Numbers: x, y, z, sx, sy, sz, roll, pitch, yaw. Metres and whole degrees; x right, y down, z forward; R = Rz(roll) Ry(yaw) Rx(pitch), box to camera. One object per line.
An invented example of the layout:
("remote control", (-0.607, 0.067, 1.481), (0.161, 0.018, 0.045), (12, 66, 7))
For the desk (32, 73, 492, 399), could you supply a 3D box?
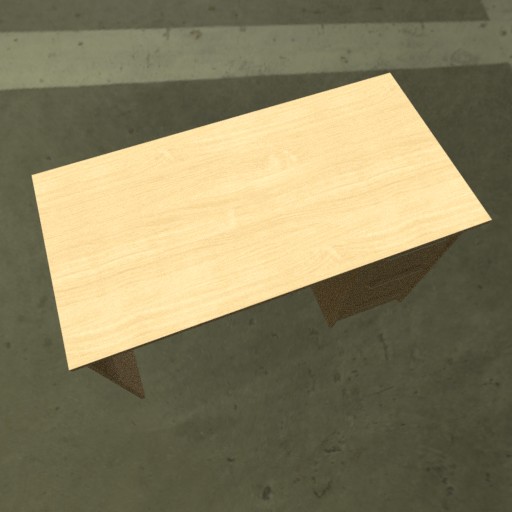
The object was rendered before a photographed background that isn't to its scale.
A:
("desk", (0.000, 0.000, 1.511), (1.097, 0.735, 0.560), (-19, 66, -9))
